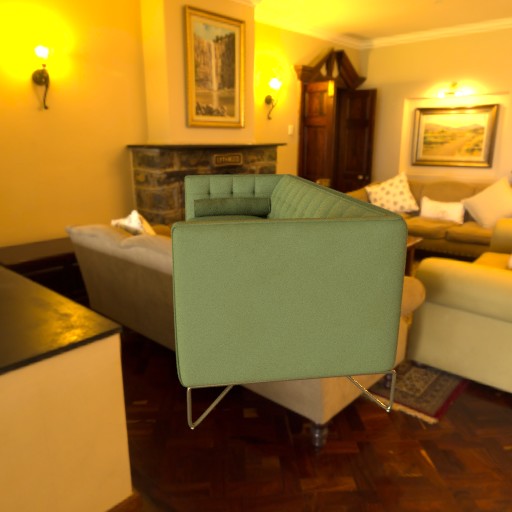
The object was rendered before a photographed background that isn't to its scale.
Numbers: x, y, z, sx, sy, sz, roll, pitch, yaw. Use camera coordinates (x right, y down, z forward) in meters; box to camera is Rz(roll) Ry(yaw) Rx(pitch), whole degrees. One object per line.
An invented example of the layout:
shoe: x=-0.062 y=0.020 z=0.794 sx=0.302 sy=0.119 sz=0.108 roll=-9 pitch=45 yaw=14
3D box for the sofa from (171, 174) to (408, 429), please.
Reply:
sofa: x=0.000 y=0.000 z=2.590 sx=0.867 sy=0.789 sz=2.087 roll=-2 pitch=15 yaw=-7
